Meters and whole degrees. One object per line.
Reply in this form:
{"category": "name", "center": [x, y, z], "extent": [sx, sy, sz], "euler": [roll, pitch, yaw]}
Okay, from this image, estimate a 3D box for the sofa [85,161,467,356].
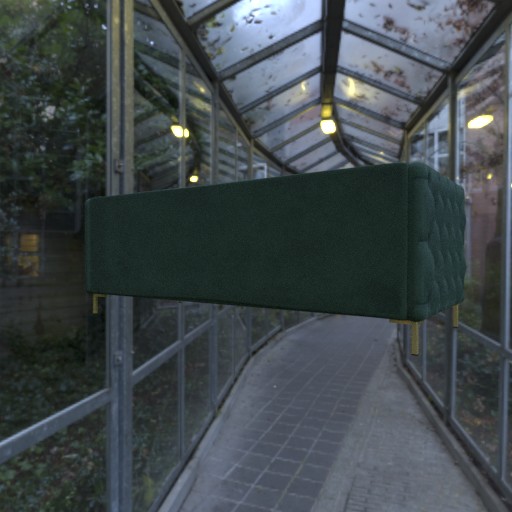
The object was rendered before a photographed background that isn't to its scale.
{"category": "sofa", "center": [0.000, 0.000, 2.670], "extent": [2.209, 0.771, 0.895], "euler": [0, 0, 35]}
